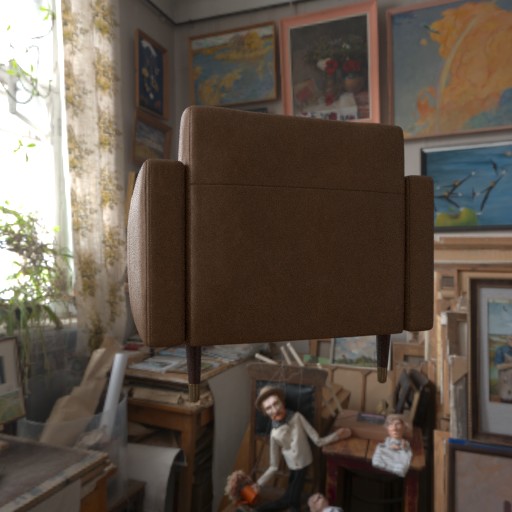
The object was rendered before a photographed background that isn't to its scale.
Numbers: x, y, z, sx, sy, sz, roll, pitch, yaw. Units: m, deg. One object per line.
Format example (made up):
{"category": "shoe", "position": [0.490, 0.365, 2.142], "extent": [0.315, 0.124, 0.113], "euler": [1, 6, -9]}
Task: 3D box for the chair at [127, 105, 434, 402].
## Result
{"category": "chair", "position": [0.000, 0.000, 1.718], "extent": [0.953, 0.819, 0.998], "euler": [0, 0, -17]}
